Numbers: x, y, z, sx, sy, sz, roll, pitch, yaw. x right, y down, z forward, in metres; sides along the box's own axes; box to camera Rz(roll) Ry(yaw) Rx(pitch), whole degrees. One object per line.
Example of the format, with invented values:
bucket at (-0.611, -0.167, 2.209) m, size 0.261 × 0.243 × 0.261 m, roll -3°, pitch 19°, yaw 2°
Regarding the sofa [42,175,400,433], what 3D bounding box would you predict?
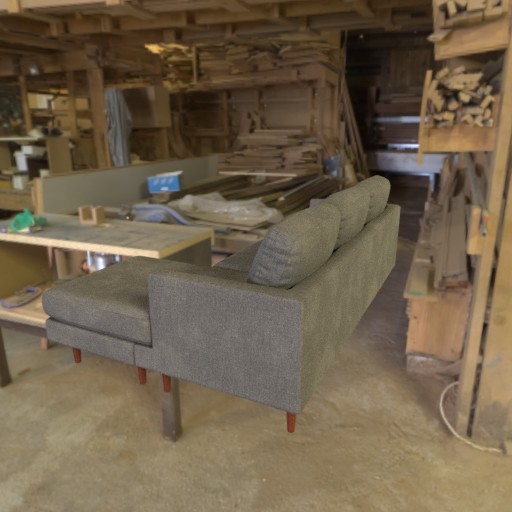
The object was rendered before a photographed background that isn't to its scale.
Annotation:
sofa at (0.000, 0.000, 3.003) m, size 1.504 × 0.956 × 2.233 m, roll 8°, pitch 19°, yaw 25°
